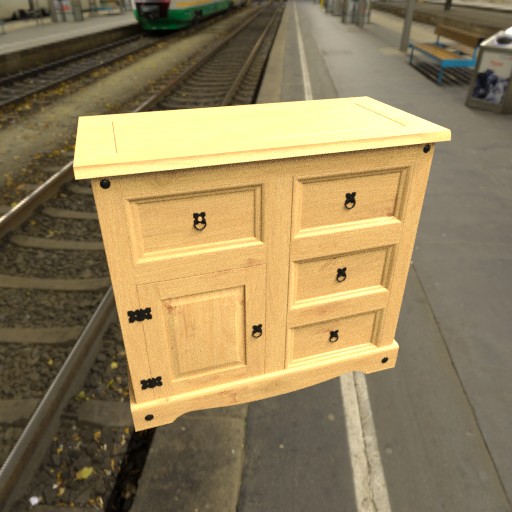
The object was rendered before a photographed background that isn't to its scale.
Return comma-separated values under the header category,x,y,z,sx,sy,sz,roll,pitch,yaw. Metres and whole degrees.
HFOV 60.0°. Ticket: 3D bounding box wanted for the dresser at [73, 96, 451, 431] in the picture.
category,x,y,z,sx,sy,sz,roll,pitch,yaw
dresser,0.000,0.000,1.410,0.915,0.835,0.440,-9,32,-15
